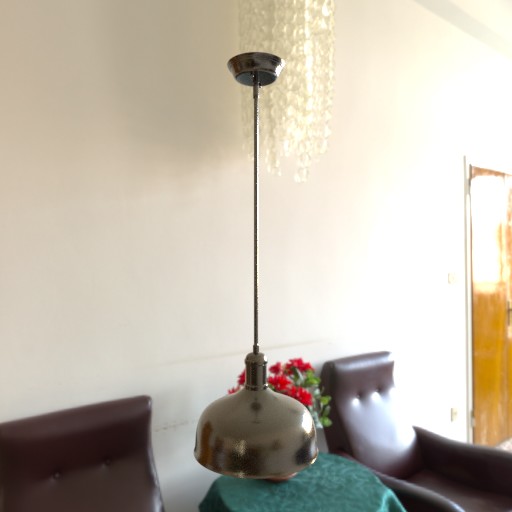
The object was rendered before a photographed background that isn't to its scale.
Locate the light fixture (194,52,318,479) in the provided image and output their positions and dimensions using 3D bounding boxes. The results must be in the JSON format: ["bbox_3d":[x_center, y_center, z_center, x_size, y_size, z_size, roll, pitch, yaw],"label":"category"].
[{"bbox_3d":[0.000,0.000,1.082,0.299,0.935,0.299,0,-1,17],"label":"light fixture"}]
